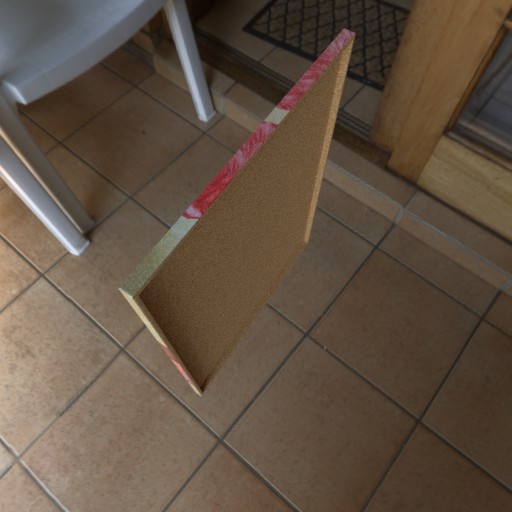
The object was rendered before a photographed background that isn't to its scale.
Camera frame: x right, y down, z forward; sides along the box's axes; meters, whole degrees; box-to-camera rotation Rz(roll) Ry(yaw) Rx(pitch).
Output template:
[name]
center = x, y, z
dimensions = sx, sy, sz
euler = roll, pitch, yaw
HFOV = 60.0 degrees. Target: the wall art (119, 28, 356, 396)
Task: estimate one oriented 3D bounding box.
[wall art]
center = 0.000, 0.000, 1.312
dimensions = 0.031, 1.015, 0.762
euler = 31, 68, 14
